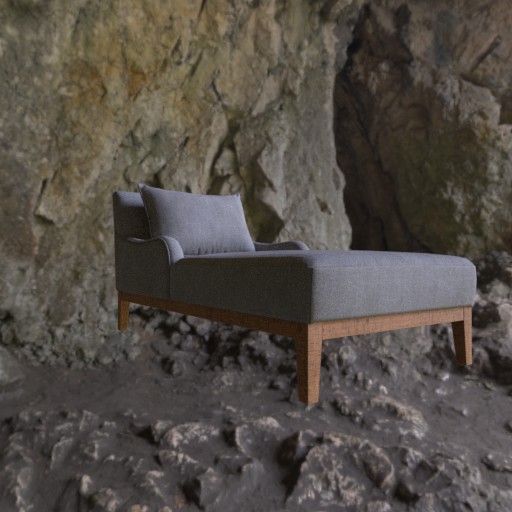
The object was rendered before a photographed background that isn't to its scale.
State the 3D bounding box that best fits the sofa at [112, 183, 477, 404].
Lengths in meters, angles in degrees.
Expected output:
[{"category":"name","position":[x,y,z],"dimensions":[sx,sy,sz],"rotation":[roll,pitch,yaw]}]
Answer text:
[{"category":"sofa","position":[0.000,0.000,2.198],"dimensions":[0.894,0.859,1.779],"rotation":[0,-1,-35]}]
